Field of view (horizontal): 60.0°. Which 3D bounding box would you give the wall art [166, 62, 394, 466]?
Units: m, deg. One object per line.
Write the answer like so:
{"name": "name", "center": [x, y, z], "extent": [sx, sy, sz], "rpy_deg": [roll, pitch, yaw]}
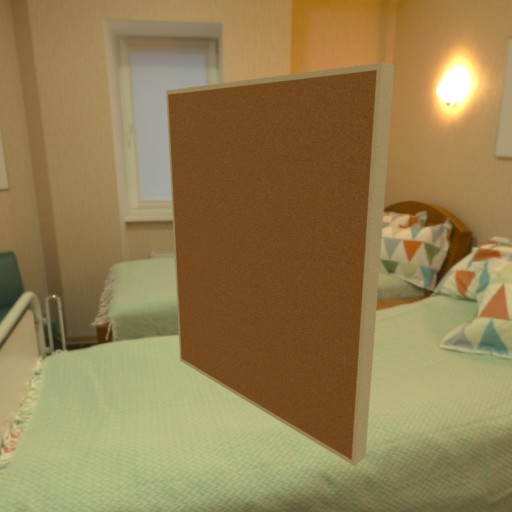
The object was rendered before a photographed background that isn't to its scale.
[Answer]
{"name": "wall art", "center": [0.000, 0.000, 0.741], "extent": [0.030, 0.549, 0.443], "rpy_deg": [-14, 21, -42]}
